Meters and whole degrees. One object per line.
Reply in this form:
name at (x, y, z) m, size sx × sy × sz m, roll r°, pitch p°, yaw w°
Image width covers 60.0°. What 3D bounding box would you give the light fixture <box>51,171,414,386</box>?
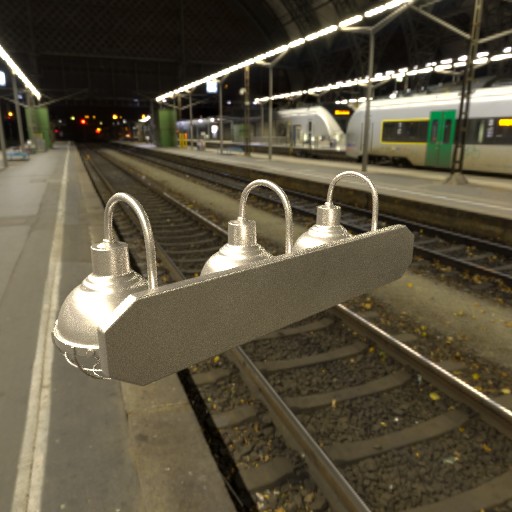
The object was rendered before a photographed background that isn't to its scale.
light fixture at (0.000, 0.000, 0.734) m, size 0.634 × 0.254 × 0.229 m, roll -14°, pitch 21°, yaw -41°
